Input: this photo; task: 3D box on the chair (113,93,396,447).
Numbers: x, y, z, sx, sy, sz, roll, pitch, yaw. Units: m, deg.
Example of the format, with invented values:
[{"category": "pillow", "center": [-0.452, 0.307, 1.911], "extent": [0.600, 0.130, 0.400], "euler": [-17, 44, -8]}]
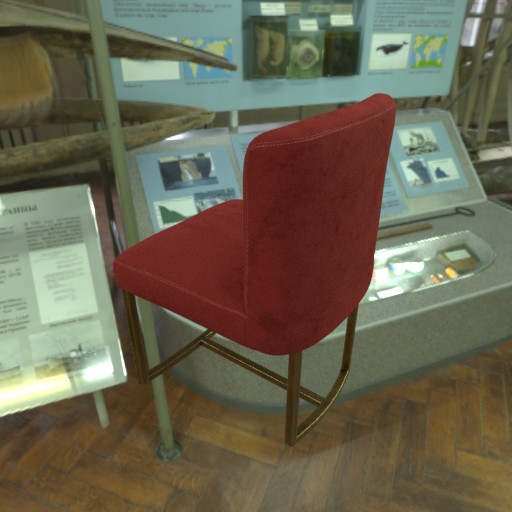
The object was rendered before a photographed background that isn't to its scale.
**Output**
[{"category": "chair", "center": [0.000, 0.000, 1.173], "extent": [0.560, 0.824, 0.530], "euler": [20, 35, 31]}]
